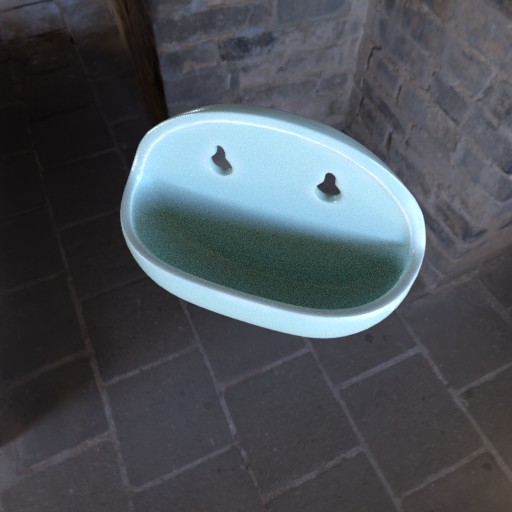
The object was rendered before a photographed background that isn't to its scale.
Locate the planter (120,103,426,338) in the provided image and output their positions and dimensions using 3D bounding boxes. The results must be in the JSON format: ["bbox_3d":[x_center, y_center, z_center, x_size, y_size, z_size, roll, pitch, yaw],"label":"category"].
[{"bbox_3d":[0.000,0.000,0.269,0.189,0.164,0.073,16,60,10],"label":"planter"}]
